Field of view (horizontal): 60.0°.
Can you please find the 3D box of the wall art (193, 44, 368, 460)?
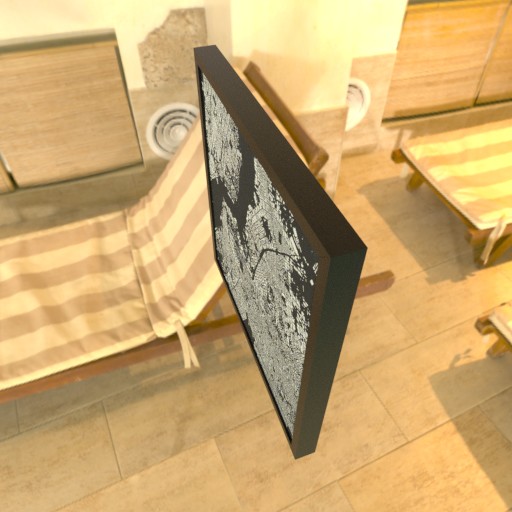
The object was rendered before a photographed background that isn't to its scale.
[{"bbox_3d":[0.000,0.000,0.751,0.038,0.506,0.506,-14,48,-13],"label":"wall art"}]
